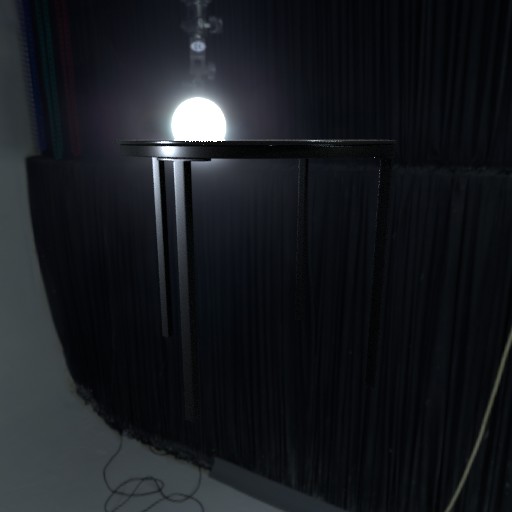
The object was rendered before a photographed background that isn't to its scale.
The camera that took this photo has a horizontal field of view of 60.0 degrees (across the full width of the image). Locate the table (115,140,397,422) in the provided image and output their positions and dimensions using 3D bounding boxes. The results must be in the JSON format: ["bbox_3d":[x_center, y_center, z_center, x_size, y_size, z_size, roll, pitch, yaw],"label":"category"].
[{"bbox_3d":[0.000,0.000,0.876,0.499,0.443,0.499,0,15,0],"label":"table"}]
